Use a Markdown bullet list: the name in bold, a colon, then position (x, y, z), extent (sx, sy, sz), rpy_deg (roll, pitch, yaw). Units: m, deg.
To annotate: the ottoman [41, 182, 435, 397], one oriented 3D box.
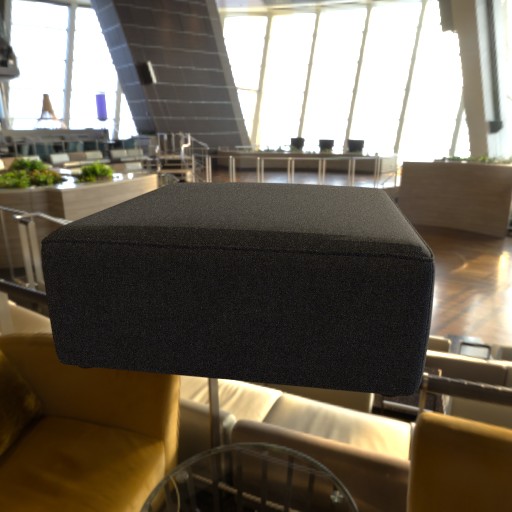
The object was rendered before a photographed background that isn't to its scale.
- **ottoman**: position (0.000, 0.000, 1.562), extent (1.000, 0.439, 1.000), rpy_deg (3, 17, 9)
